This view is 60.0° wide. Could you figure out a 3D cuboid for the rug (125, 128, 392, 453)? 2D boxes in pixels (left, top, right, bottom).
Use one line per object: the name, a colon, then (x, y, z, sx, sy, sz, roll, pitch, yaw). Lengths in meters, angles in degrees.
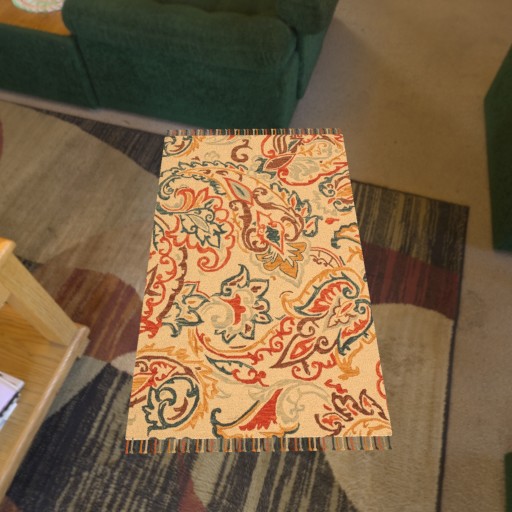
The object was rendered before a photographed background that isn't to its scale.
rug: (0.000, 0.000, 3.169, 1.523, 0.010, 2.584, -1, 58, 0)
